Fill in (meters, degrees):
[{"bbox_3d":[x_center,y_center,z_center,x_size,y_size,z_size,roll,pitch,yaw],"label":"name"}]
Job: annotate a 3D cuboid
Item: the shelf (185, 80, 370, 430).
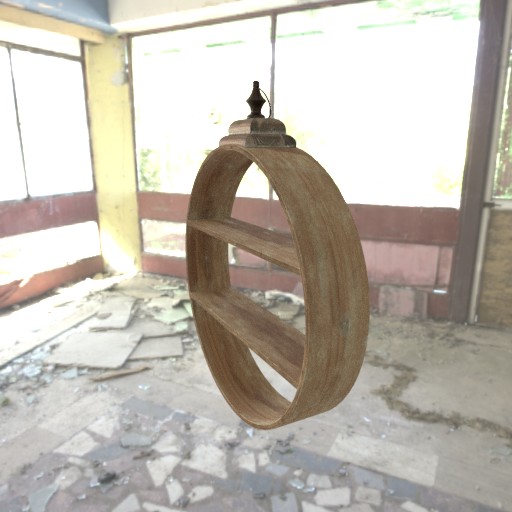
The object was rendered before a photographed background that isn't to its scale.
[{"bbox_3d":[0.000,0.000,0.974,0.125,0.725,0.601,-7,16,-27],"label":"shelf"}]
